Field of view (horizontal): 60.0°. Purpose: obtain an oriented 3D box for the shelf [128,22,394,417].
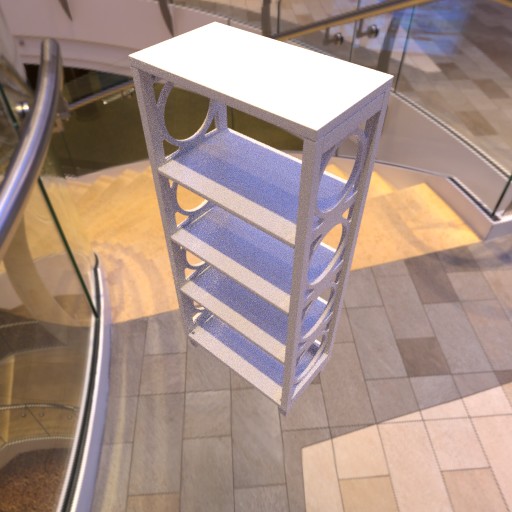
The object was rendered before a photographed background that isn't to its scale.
[{"bbox_3d":[0.000,0.000,1.649,0.611,1.411,0.340,31,53,26],"label":"shelf"}]
